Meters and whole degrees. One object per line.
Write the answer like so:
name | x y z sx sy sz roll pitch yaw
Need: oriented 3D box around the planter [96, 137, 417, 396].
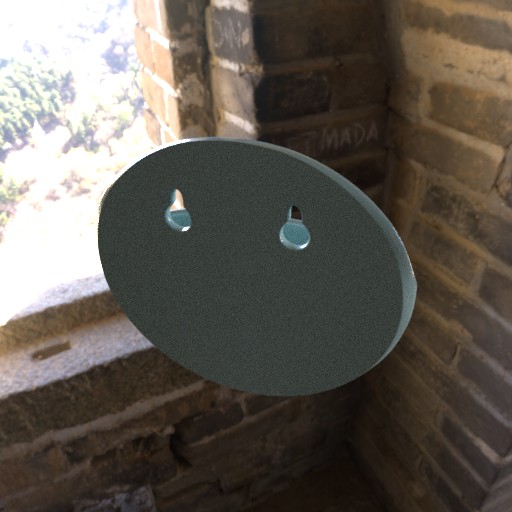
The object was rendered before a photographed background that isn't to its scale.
planter | 0.000 0.000 0.275 0.189 0.164 0.073 10 32 16
